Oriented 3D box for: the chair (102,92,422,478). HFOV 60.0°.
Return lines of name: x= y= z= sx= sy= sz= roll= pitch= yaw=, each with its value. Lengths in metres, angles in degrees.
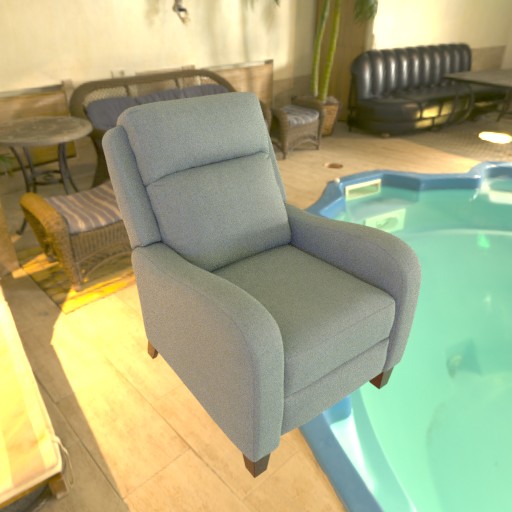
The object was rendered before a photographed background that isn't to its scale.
chair: x=0.000 y=0.000 z=1.707 sx=0.785 sy=1.067 sz=0.988 roll=-21 pitch=36 yaw=-32
